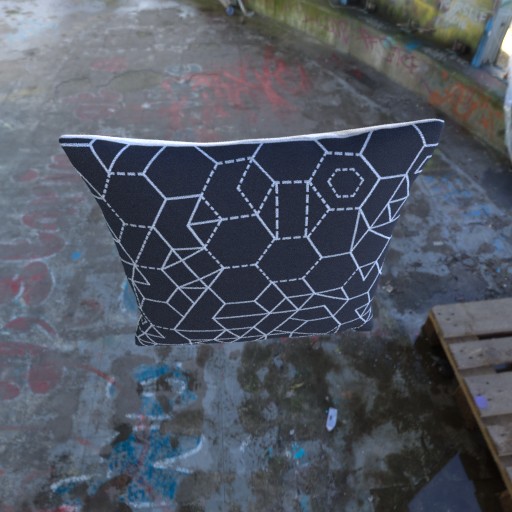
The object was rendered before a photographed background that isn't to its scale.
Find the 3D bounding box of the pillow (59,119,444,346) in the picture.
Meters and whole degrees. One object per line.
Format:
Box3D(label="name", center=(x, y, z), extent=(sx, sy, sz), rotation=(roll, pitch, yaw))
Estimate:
Box3D(label="pillow", center=(0.000, 0.000, 0.776), extent=(0.517, 0.508, 0.158), rotation=(-4, 48, -3))
